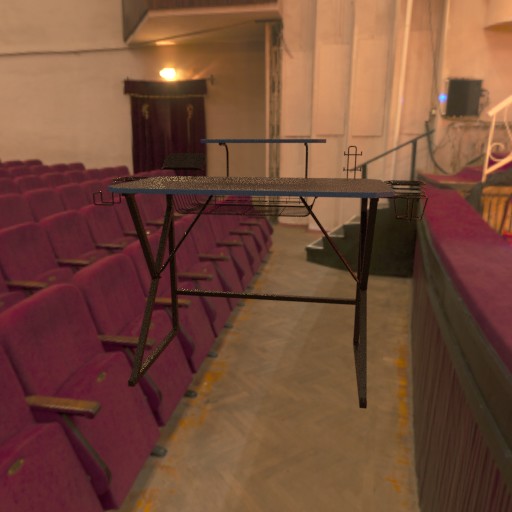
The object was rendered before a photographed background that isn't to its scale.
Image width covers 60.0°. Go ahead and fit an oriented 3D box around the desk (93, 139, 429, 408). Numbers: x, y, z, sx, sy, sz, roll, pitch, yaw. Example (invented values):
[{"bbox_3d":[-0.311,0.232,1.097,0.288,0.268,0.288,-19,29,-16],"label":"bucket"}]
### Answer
[{"bbox_3d":[0.000,0.000,1.780,1.295,0.909,0.594,2,14,9],"label":"desk"}]
